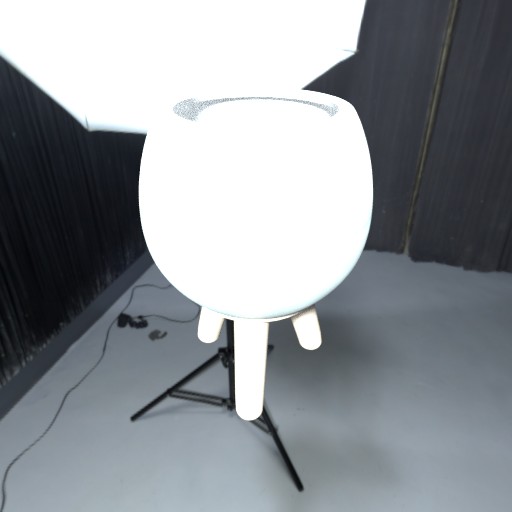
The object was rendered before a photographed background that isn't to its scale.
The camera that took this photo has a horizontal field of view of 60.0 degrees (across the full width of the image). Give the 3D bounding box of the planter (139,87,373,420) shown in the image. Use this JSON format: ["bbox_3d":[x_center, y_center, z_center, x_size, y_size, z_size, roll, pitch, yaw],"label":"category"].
[{"bbox_3d":[0.000,0.000,0.339,0.161,0.224,0.161,0,31,0],"label":"planter"}]
